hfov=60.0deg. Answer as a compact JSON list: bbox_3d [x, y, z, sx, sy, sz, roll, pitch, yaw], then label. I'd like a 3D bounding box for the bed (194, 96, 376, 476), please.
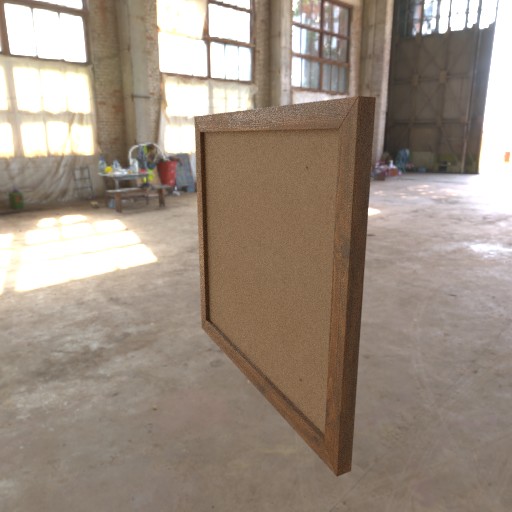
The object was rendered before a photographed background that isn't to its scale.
[{"bbox_3d":[0.000,0.000,1.500,0.046,0.942,1.046,-7,17,-25],"label":"bed"}]
